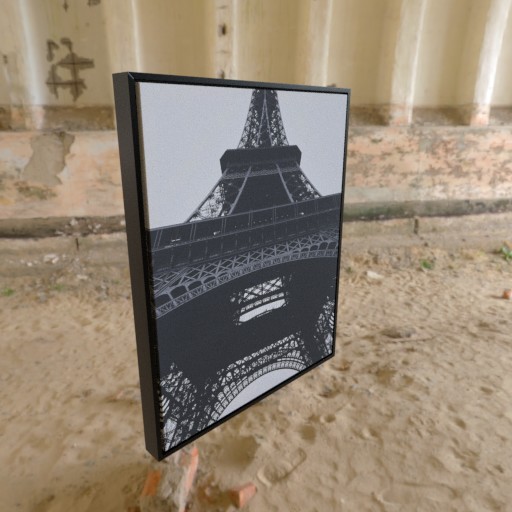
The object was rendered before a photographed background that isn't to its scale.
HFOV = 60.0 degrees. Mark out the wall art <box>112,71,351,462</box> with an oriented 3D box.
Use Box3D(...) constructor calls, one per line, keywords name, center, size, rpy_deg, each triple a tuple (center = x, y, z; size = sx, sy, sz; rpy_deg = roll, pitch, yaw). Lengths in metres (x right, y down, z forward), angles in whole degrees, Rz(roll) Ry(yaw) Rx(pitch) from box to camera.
Box3D(name="wall art", center=(0.000, 0.000, 0.757), size=(0.451, 0.553, 0.039), rpy_deg=(-16, 24, -42))
